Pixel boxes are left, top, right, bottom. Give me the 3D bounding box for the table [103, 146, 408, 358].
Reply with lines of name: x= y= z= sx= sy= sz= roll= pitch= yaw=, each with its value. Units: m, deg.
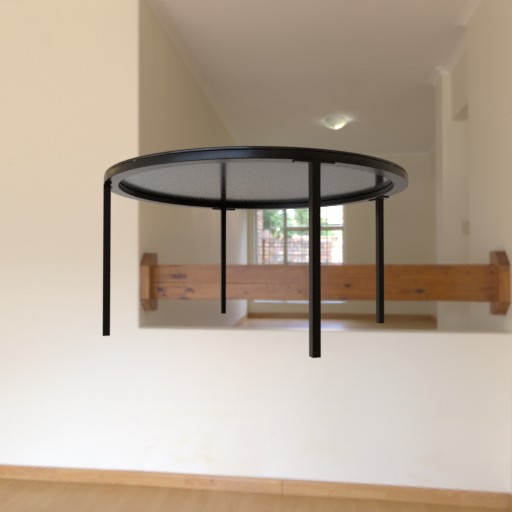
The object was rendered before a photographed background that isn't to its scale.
table: x=0.000 y=0.000 z=1.226 sx=0.800 sy=0.400 sz=0.800 roll=0 pitch=-1 yaw=0
